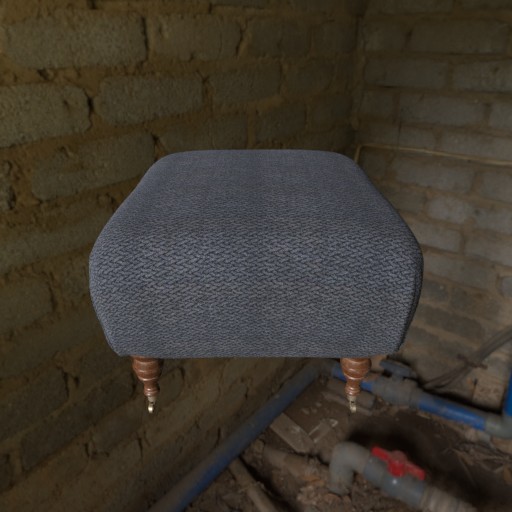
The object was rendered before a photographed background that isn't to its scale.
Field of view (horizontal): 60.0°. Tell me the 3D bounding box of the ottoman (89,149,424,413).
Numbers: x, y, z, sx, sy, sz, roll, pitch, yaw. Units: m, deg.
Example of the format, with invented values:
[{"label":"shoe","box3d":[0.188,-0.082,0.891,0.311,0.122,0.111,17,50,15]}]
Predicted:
[{"label":"ottoman","box3d":[0.000,0.000,1.135,0.622,0.450,0.747,0,26,0]}]
